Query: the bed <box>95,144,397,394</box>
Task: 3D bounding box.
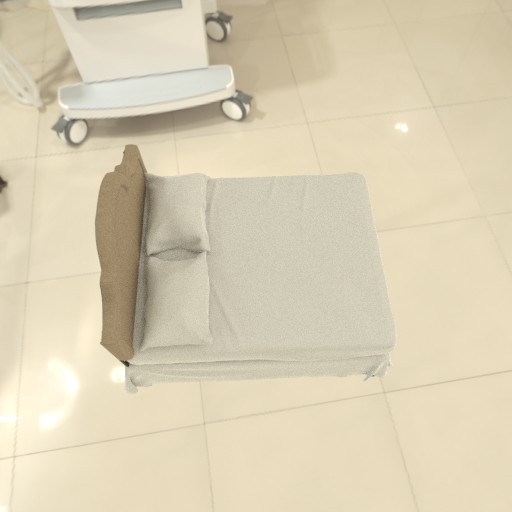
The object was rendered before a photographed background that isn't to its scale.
[{"bbox_3d":[0.000,0.000,3.456,2.222,1.634,1.780,-2,63,-1],"label":"bed"}]
